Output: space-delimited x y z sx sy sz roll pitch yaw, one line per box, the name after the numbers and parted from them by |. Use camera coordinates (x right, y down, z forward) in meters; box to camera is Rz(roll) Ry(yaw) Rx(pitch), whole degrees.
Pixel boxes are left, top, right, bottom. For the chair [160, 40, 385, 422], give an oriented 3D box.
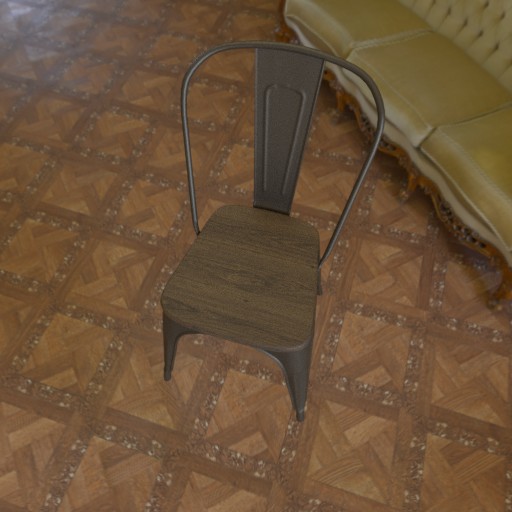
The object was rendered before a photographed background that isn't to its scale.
0.000 0.000 1.135 0.451 0.844 0.532 14 58 9 | chair
